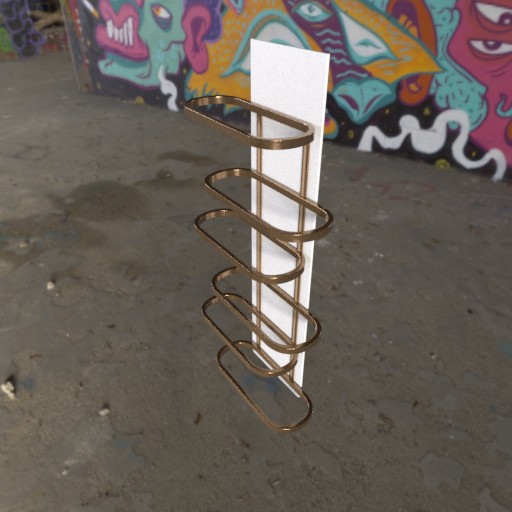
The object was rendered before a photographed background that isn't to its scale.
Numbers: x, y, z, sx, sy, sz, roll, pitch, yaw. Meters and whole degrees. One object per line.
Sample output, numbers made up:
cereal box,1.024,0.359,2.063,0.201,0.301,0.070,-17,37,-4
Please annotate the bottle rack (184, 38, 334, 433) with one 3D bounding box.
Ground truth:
bottle rack,0.000,0.000,0.829,0.118,0.709,0.332,-22,39,-29
